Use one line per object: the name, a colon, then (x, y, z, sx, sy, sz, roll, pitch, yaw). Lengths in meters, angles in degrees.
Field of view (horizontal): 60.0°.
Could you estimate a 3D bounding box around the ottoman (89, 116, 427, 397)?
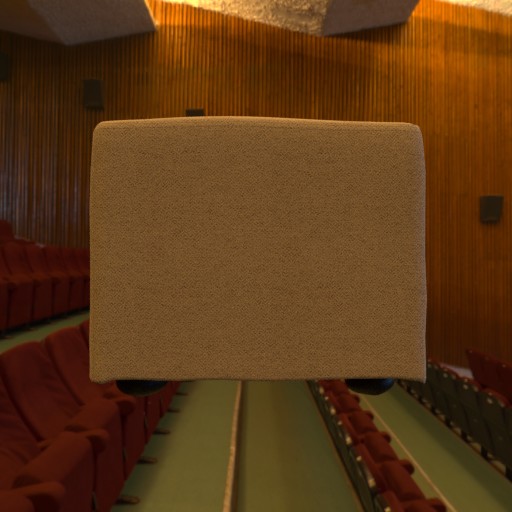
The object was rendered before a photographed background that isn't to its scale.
ottoman: (0.000, 0.000, 0.909, 0.512, 0.453, 0.521, 0, -1, -1)
